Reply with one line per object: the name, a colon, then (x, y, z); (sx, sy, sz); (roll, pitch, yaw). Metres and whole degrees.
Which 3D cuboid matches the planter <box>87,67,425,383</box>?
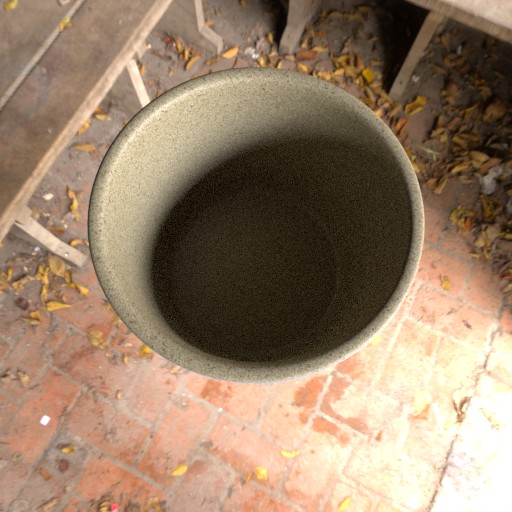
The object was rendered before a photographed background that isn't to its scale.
planter: (0.000, 0.000, 0.411); (0.227, 0.235, 0.227); (0, 74, 0)
